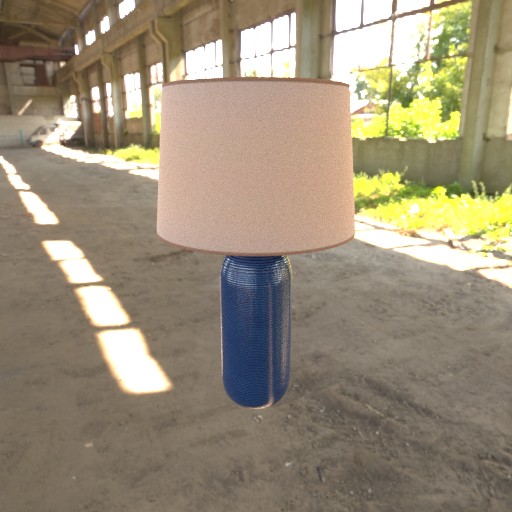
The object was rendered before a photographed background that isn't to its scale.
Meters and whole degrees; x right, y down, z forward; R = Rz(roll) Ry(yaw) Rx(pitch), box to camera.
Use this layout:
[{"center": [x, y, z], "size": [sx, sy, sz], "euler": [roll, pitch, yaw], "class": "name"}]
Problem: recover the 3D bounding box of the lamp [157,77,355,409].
[{"center": [0.000, 0.000, 0.851], "size": [0.367, 0.609, 0.367], "euler": [0, 16, 0], "class": "lamp"}]
